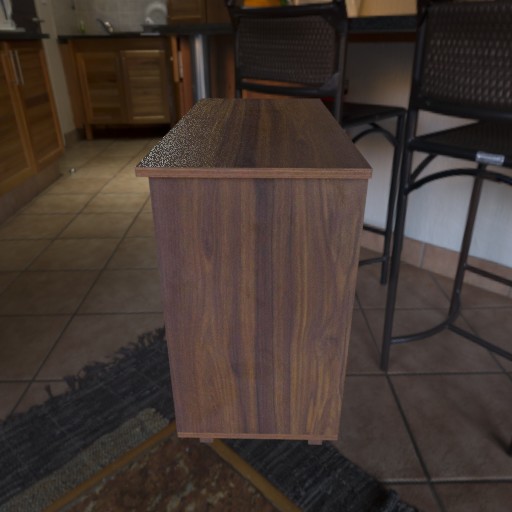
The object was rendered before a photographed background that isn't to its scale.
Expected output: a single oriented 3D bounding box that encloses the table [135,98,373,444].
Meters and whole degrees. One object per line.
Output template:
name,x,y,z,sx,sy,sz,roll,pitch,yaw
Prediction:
table,0.000,0.000,1.229,0.390,0.725,0.802,1,27,1
